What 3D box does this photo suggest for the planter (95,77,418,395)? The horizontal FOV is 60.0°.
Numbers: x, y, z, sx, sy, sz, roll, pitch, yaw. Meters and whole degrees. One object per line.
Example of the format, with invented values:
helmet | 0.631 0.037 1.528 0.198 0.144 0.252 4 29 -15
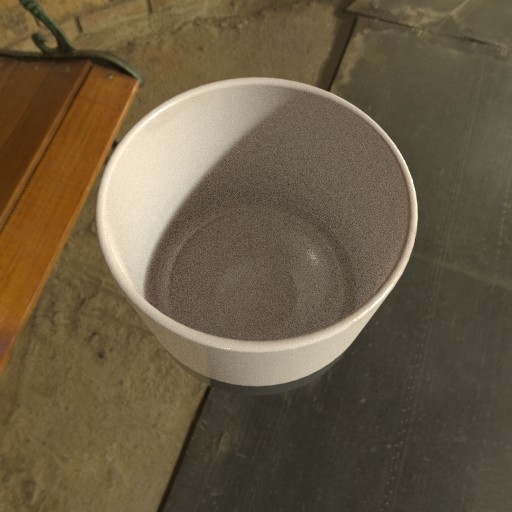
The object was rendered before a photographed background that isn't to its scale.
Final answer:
planter | 0.000 0.000 0.346 0.193 0.177 0.193 0 64 0
